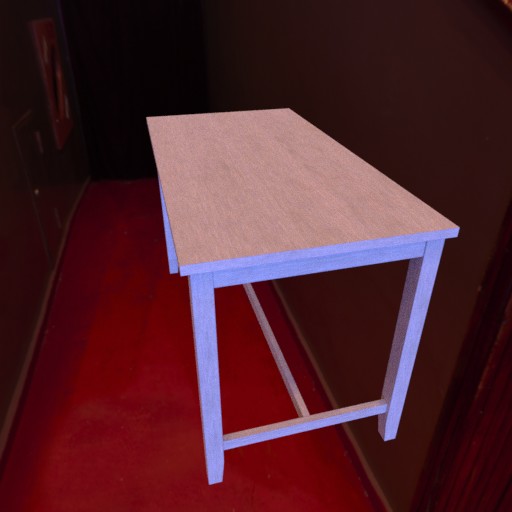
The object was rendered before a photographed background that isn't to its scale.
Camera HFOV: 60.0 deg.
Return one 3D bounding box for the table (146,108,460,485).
[{"bbox_3d":[0.000,0.000,1.881,0.729,0.874,1.397,-8,32,-13],"label":"table"}]
